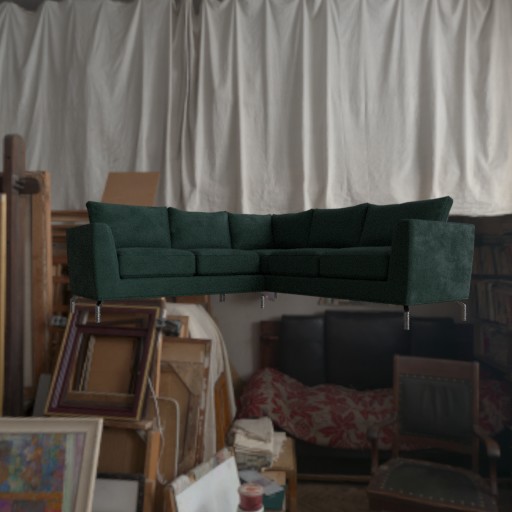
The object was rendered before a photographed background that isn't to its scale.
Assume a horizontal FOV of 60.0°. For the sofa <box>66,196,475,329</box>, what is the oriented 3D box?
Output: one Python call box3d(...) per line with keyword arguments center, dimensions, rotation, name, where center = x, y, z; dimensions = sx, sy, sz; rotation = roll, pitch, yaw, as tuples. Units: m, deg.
box3d(center=(0.000, 0.000, 3.719), dimensions=(2.468, 1.004, 2.452), rotation=(0, 0, -36), name="sofa")
